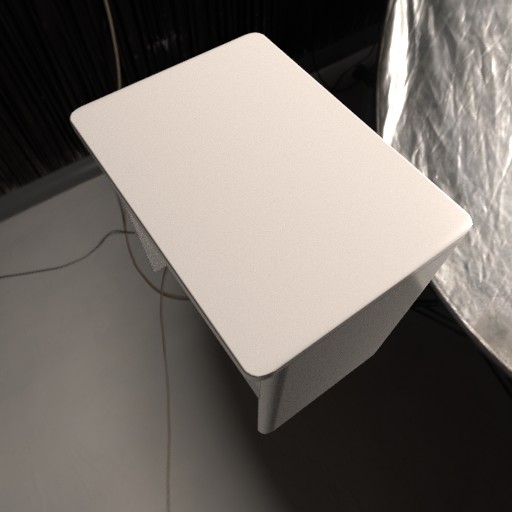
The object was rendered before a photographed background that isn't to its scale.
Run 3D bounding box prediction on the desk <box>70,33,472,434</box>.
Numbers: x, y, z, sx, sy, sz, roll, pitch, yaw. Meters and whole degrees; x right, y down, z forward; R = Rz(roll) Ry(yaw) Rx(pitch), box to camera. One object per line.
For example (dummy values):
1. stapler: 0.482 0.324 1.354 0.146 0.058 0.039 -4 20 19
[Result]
1. desk: 0.000 0.000 1.300 0.549 0.800 0.762 -32 65 -17
